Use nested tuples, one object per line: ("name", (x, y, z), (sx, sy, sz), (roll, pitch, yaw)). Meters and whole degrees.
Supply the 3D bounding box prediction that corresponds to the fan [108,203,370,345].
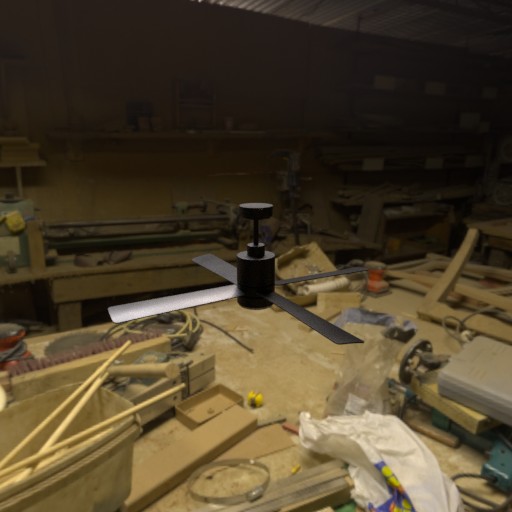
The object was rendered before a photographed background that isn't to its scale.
("fan", (0.000, 0.000, 2.328), (1.525, 0.534, 1.525), (-8, 17, -28))
